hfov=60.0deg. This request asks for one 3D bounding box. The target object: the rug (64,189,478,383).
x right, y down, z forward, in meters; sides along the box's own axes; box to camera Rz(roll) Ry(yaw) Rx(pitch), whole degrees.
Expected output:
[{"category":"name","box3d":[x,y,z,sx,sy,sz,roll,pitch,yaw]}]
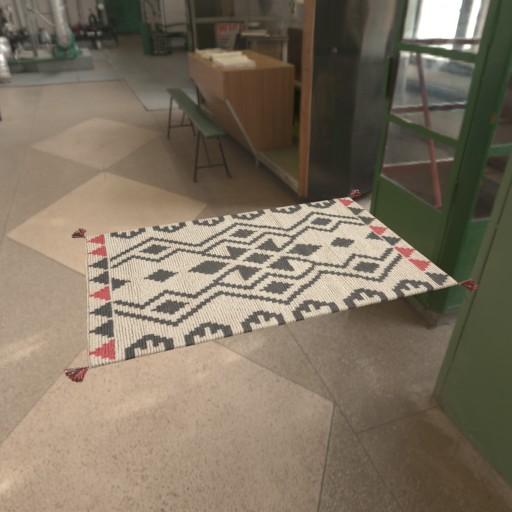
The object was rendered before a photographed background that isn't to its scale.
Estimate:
[{"category":"rug","box3d":[0.000,0.000,3.329,2.672,0.066,1.741,-10,33,-16]}]
